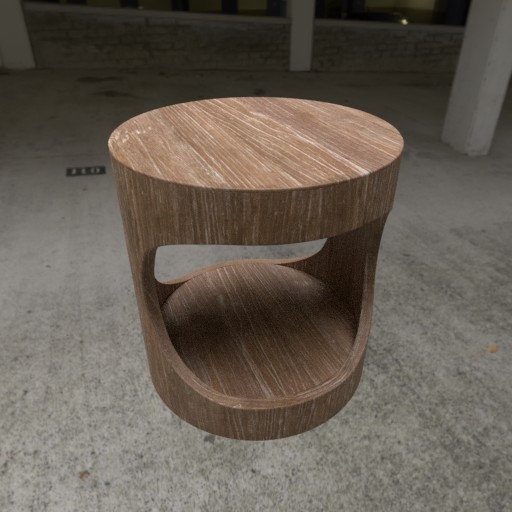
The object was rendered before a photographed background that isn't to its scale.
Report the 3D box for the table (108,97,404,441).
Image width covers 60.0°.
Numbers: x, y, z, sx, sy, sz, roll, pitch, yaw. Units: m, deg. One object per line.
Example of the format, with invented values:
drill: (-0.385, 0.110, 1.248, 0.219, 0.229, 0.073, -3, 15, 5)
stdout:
table: (0.000, 0.000, 0.968, 0.527, 0.551, 0.527, 0, 33, 0)
